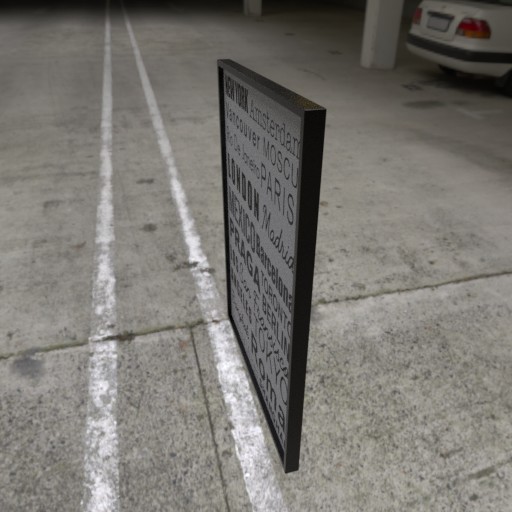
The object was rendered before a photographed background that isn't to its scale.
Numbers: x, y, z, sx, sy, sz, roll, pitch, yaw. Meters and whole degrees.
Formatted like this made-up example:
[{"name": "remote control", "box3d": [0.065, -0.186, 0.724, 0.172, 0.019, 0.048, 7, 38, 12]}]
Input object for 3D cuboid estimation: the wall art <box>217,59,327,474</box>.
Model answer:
[{"name": "wall art", "box3d": [0.000, 0.000, 1.382, 0.043, 1.046, 0.788, -8, 31, -14]}]
